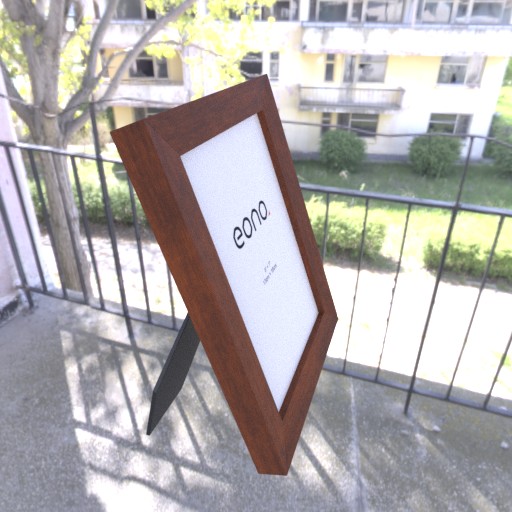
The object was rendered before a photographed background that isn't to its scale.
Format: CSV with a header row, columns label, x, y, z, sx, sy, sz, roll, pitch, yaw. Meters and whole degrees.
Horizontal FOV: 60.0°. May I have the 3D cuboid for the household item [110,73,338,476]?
label,x,y,z,sx,sy,sz,roll,pitch,yaw
household item,0.000,0.000,0.291,0.096,0.204,0.160,10,31,17
